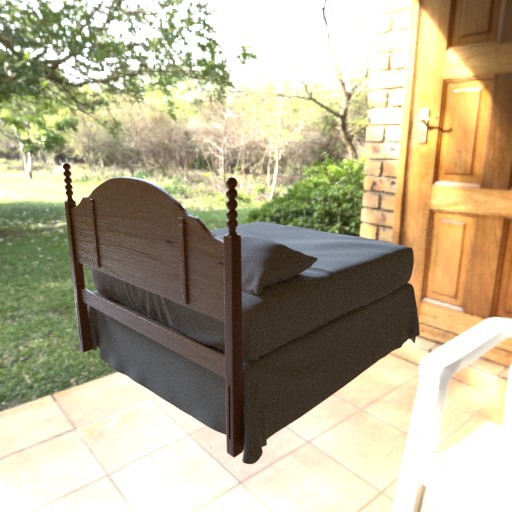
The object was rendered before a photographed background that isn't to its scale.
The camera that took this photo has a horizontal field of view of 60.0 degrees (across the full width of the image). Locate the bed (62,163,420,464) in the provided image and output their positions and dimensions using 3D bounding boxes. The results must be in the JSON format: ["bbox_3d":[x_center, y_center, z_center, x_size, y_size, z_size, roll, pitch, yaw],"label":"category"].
[{"bbox_3d":[0.000,0.000,3.253,1.873,1.356,2.040,14,20,42],"label":"bed"}]
